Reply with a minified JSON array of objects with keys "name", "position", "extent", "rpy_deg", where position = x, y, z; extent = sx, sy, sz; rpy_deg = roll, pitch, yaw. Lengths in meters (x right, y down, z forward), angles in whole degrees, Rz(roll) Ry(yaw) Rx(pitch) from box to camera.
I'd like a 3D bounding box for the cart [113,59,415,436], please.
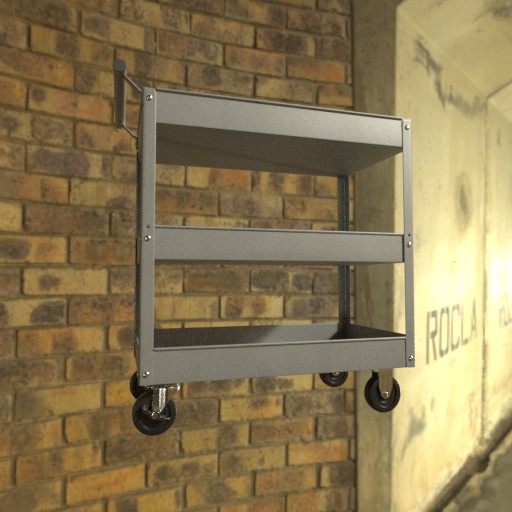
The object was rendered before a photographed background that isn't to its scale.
[{"name":"cart","position":[0.000,0.000,1.162],"extent":[0.719,0.780,0.366],"rpy_deg":[1,-3,-17]}]
